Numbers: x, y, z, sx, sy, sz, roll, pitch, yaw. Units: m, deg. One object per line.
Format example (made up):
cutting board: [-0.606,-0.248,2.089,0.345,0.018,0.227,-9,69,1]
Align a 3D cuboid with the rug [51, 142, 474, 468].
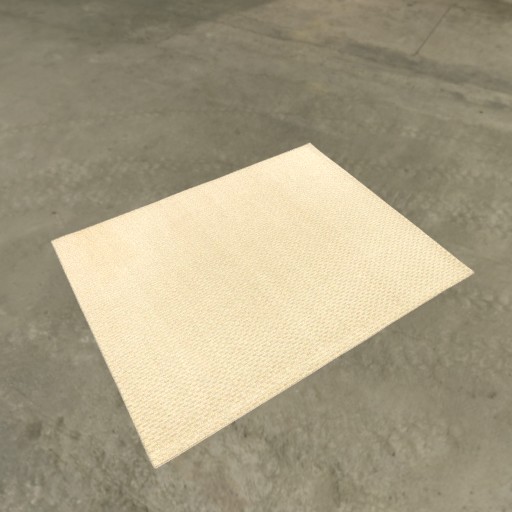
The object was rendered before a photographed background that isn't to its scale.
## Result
rug: [0.000,0.000,3.826,2.897,0.035,2.277,-25,52,-21]
